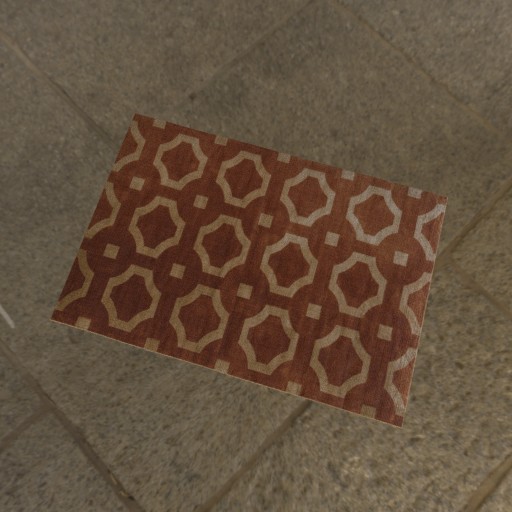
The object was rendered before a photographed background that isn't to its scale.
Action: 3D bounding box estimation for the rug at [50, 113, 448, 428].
[{"bbox_3d":[0.000,0.000,2.931,2.286,0.016,1.555,16,76,4],"label":"rug"}]
